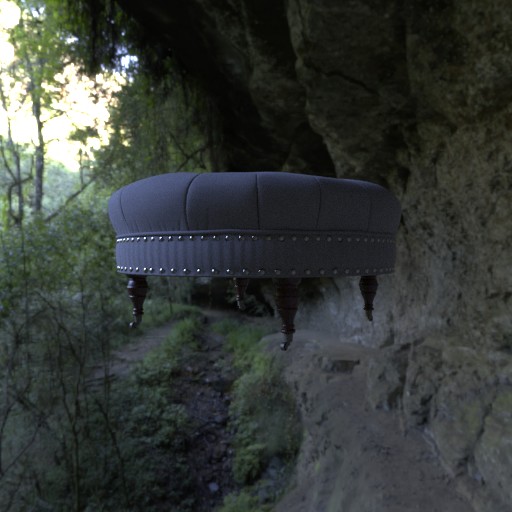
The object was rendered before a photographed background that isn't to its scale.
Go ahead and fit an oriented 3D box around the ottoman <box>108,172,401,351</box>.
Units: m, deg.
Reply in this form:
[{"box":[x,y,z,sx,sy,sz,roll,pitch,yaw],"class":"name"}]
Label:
[{"box":[0.000,0.000,1.414,0.901,0.439,0.901,0,0,0],"class":"ottoman"}]
